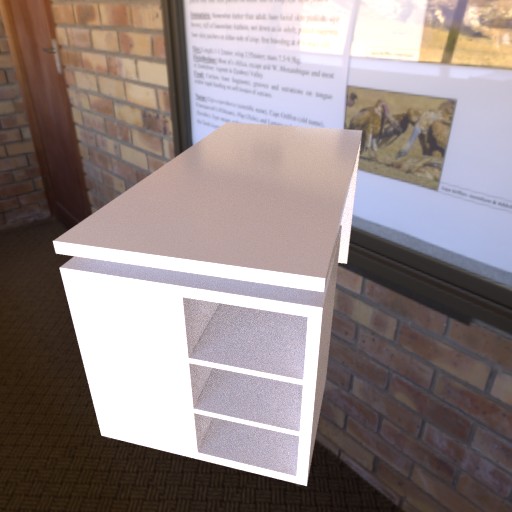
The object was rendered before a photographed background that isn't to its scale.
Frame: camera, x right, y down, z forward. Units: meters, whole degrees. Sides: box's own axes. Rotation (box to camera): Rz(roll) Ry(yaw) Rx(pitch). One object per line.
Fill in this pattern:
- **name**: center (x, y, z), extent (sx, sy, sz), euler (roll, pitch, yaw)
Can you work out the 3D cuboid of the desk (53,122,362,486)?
- **desk**: center (0.000, 0.000, 1.815), extent (0.690, 0.740, 1.400), euler (7, 30, 13)
